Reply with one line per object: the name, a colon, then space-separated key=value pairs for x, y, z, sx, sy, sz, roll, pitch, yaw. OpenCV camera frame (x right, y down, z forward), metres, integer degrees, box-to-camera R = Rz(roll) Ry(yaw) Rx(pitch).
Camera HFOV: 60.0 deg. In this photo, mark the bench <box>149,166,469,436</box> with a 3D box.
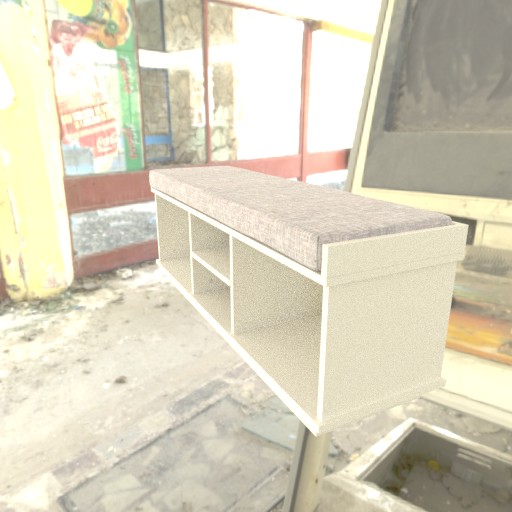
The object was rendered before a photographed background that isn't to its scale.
bench: x=0.000 y=0.000 z=1.395 sx=0.363 sy=0.453 sz=1.196 roll=-9 pitch=19 yaw=-26
